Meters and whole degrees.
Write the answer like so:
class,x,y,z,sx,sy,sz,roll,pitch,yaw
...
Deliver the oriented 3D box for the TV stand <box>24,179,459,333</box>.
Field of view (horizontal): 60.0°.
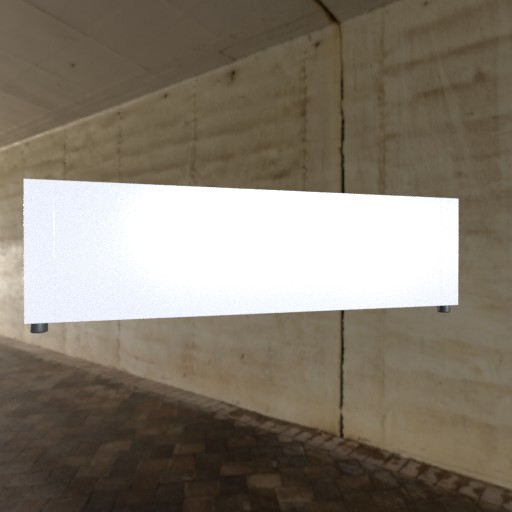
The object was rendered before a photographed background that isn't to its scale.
class,x,y,z,sx,sy,sz,roll,pitch,yaw
TV stand,0.000,0.000,1.668,1.500,0.440,0.410,0,0,-18
